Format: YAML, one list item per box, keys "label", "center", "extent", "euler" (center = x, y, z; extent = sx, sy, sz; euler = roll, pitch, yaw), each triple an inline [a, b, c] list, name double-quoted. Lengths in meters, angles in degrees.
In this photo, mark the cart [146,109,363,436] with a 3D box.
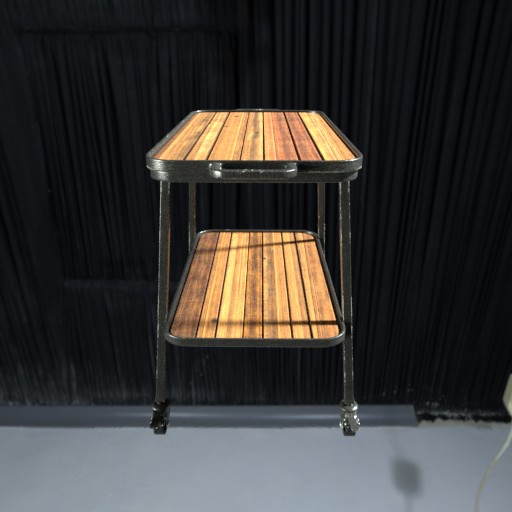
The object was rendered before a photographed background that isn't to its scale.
- label: "cart"
  center: [0.000, 0.000, 1.247]
  extent: [0.515, 0.700, 0.806]
  euler: [0, 25, 1]
